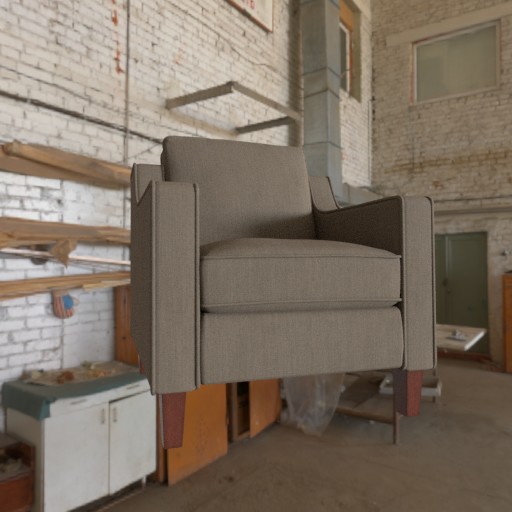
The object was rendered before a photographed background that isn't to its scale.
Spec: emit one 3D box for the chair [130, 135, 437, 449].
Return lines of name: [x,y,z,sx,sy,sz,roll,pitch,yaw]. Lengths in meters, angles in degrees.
chair: [0.000,0.000,1.594,0.831,0.960,0.909,0,-1,-19]
